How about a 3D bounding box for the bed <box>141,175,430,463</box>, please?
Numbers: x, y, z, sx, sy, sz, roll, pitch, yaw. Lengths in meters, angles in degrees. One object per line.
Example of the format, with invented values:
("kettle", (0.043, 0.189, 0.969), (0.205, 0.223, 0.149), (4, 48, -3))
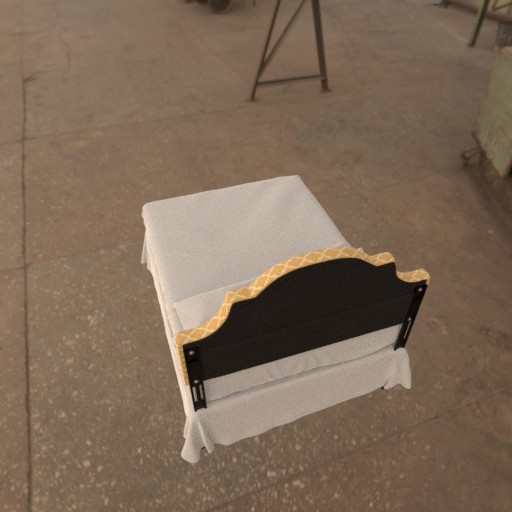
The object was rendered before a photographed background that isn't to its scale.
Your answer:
("bed", (0.000, 0.000, 3.489), (1.780, 1.633, 2.222), (-13, 44, -14))
